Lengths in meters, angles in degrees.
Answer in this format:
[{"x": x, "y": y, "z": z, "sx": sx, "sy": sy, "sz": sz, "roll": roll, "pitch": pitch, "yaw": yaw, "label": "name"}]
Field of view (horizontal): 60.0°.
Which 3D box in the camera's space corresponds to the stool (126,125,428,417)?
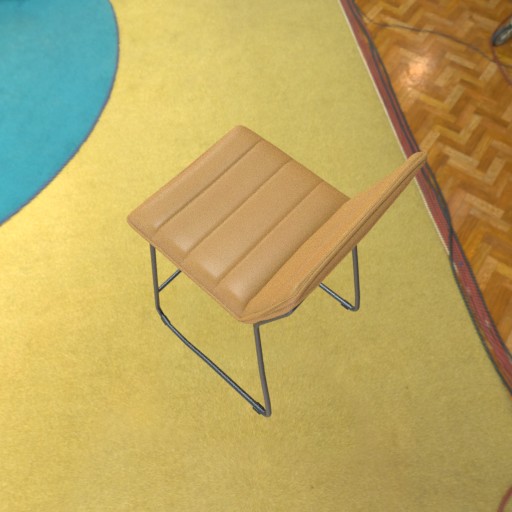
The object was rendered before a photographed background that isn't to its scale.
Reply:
[{"x": 0.000, "y": 0.000, "z": 1.165, "sx": 0.524, "sy": 0.866, "sz": 0.489, "roll": 38, "pitch": 68, "yaw": 18, "label": "stool"}]
